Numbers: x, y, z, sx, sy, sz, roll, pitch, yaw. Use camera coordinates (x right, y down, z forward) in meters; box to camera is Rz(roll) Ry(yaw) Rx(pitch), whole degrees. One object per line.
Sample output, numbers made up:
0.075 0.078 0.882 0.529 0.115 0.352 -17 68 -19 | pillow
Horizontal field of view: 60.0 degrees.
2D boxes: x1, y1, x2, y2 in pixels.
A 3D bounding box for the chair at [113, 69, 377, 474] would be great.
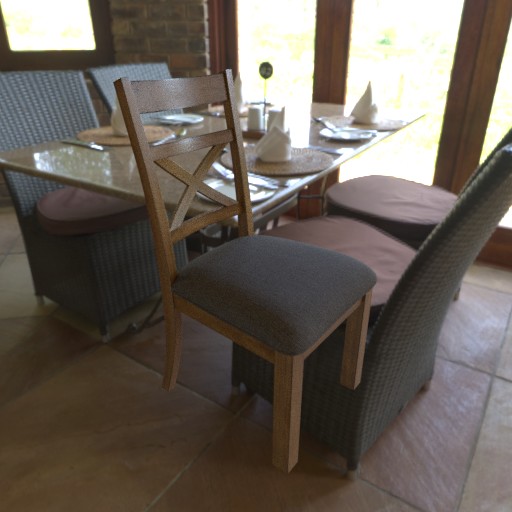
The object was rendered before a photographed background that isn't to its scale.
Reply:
0.000 0.000 1.266 0.581 0.949 0.470 18 32 33 | chair
